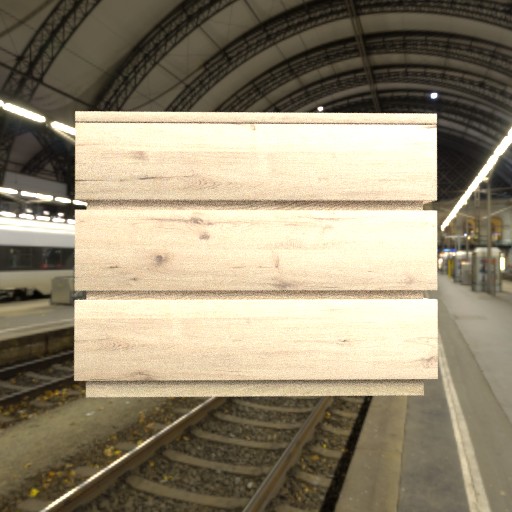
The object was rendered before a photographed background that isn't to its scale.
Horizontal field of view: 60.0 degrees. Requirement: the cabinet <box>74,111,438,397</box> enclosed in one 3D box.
[{"bbox_3d":[0.000,0.000,1.479,1.040,0.820,0.420,0,-1,-1],"label":"cabinet"}]
